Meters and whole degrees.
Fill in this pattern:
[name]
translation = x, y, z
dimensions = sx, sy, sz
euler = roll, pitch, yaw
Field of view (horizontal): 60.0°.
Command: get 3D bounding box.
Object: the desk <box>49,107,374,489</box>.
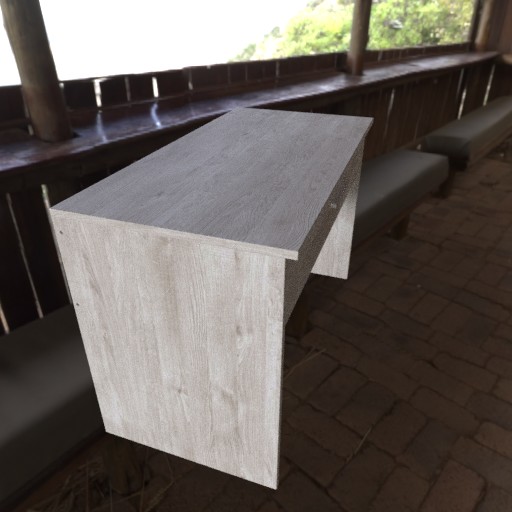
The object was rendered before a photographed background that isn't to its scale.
[desk]
translation = 0.000, 0.000, 1.512
dimensions = 0.560, 0.730, 1.100
euler = 10, 32, 17
